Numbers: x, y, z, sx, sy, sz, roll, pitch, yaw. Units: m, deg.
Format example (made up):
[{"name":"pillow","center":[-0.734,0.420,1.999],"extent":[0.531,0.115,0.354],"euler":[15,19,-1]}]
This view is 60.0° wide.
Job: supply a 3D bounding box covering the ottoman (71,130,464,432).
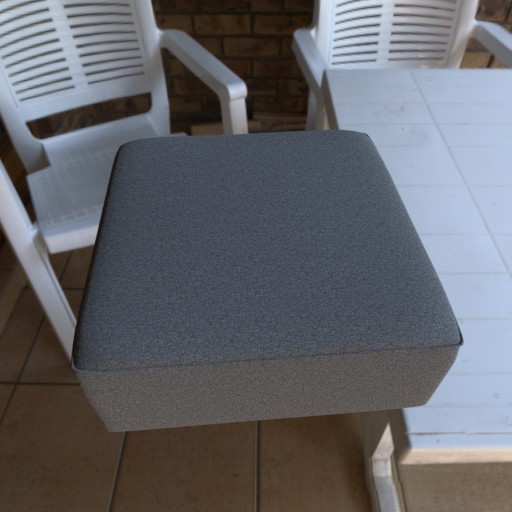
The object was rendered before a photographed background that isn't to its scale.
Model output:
[{"name":"ottoman","center":[0.000,0.000,1.555],"extent":[1.005,0.464,1.015],"euler":[-3,47,-3]}]
